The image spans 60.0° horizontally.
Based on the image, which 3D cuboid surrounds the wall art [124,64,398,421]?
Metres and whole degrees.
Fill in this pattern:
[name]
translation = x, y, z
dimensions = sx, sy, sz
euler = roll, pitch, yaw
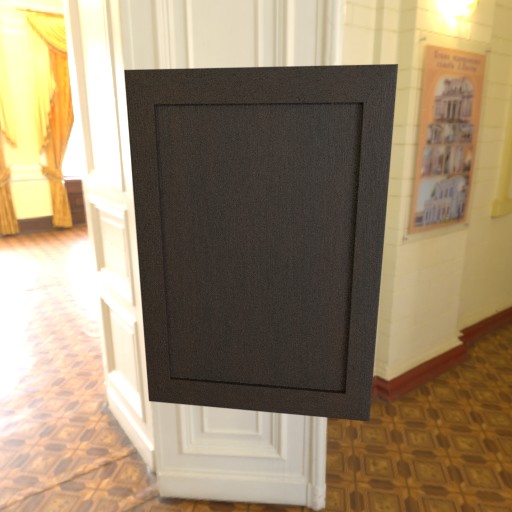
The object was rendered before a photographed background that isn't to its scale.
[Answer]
[wall art]
translation = 0.000, 0.000, 0.652
dimensions = 0.359, 0.513, 0.017
euler = 2, 16, 8
